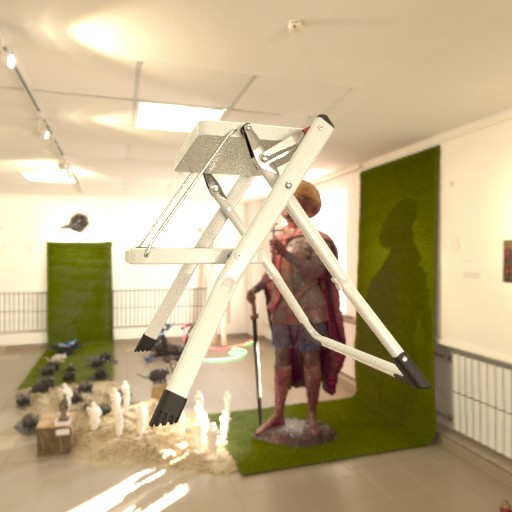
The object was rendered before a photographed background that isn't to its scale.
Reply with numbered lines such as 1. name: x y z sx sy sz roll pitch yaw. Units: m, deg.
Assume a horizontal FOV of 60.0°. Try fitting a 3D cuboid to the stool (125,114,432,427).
1. stool: 0.000 0.000 0.873 0.490 0.445 0.485 0 0 -18
